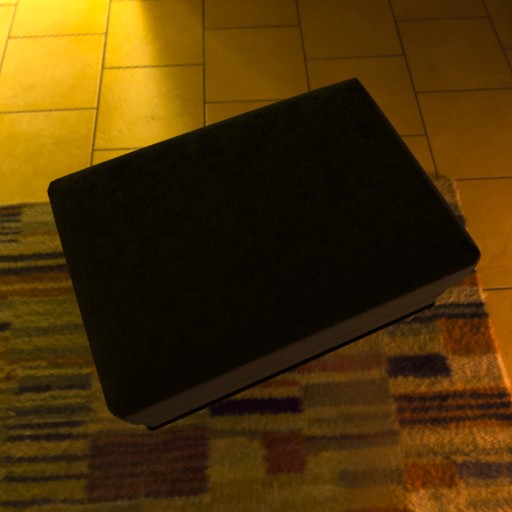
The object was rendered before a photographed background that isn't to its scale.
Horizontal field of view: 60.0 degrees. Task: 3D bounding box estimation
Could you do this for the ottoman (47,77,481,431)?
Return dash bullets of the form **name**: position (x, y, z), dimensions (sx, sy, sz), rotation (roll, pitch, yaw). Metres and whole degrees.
- **ottoman**: position (0.000, 0.000, 1.167), dimensions (0.835, 0.498, 0.587), rotation (-22, 67, -9)
